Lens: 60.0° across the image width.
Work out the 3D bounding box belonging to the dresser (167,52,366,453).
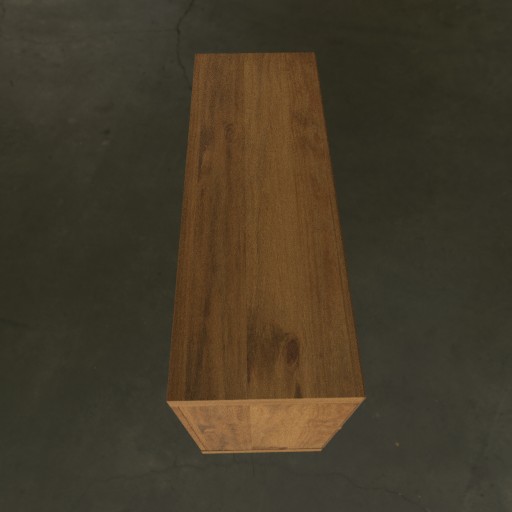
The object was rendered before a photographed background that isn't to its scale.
[{"bbox_3d":[0.000,0.000,1.666,0.479,0.825,1.261,-1,59,-1],"label":"dresser"}]
